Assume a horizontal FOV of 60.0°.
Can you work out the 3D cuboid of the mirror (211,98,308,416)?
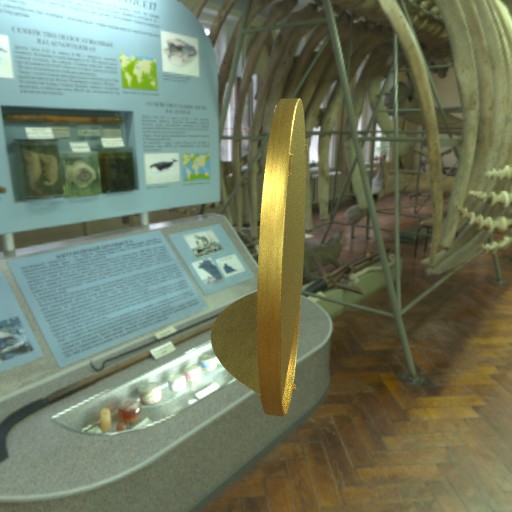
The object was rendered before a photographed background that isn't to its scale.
[{"bbox_3d":[0.000,0.000,0.685,0.133,0.457,0.457,3,16,9],"label":"mirror"}]
